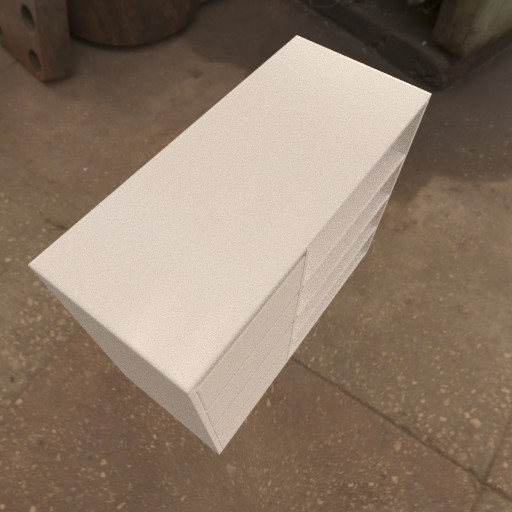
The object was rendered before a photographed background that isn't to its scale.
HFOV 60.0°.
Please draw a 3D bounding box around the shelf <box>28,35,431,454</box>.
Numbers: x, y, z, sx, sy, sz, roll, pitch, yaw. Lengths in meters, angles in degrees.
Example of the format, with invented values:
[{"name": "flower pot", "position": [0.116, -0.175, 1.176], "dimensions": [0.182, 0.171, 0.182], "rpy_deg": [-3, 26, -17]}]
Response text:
[{"name": "shelf", "position": [0.000, 0.000, 1.264], "dimensions": [0.396, 0.732, 0.895], "rpy_deg": [33, 64, 18]}]
